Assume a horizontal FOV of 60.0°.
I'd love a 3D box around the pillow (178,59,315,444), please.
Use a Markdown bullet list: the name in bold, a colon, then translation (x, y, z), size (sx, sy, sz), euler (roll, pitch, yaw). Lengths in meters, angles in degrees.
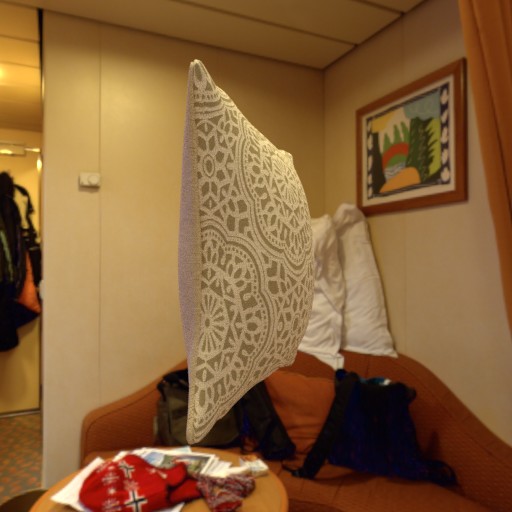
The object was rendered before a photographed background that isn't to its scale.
- **pillow**: translation (0.000, 0.000, 0.683), size (0.167, 0.421, 0.438), euler (0, -1, 18)
